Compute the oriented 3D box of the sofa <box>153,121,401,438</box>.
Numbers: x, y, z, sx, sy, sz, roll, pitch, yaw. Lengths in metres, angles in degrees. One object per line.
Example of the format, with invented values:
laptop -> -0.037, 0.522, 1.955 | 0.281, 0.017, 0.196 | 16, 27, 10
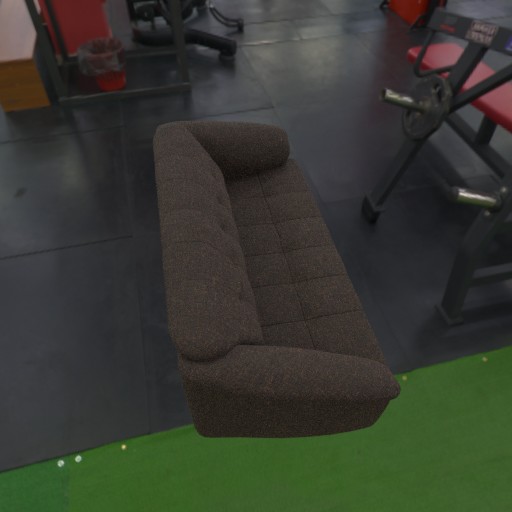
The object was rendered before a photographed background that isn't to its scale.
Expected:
sofa -> 0.000, 0.000, 2.299 | 0.887, 0.790, 1.849 | -9, 49, -8
